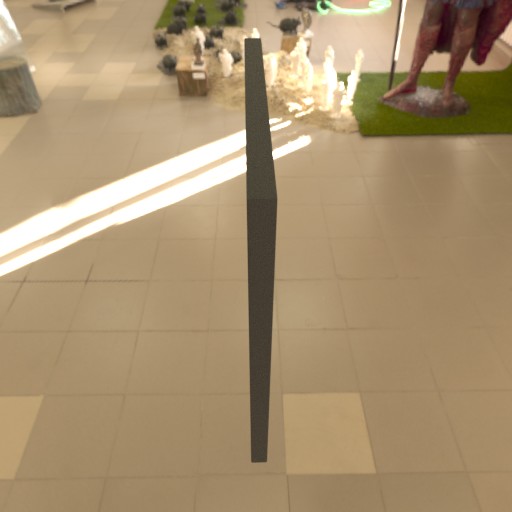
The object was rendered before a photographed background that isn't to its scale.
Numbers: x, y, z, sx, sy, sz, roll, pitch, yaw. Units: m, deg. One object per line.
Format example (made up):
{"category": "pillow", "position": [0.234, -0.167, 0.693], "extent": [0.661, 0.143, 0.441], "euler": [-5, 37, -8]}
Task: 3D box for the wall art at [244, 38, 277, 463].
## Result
{"category": "wall art", "position": [0.000, 0.000, 0.752], "extent": [0.028, 0.558, 0.457], "euler": [-1, 42, -1]}
